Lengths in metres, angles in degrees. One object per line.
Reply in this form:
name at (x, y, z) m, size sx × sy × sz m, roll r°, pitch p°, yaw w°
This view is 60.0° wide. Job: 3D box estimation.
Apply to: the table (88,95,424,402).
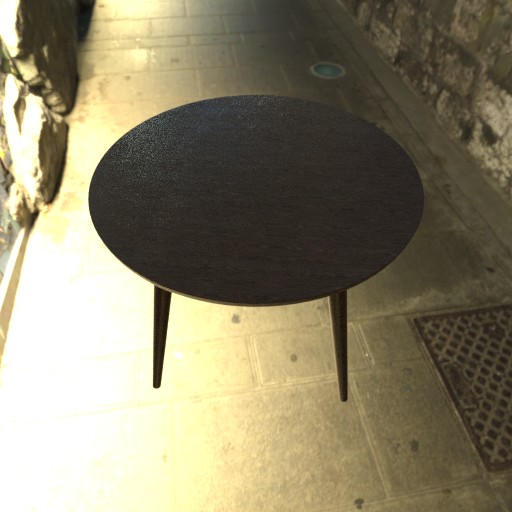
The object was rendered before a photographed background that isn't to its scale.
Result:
table at (0.000, 0.000, 1.722) m, size 1.053 × 0.786 × 1.053 m, roll 0°, pitch 47°, yaw 0°
